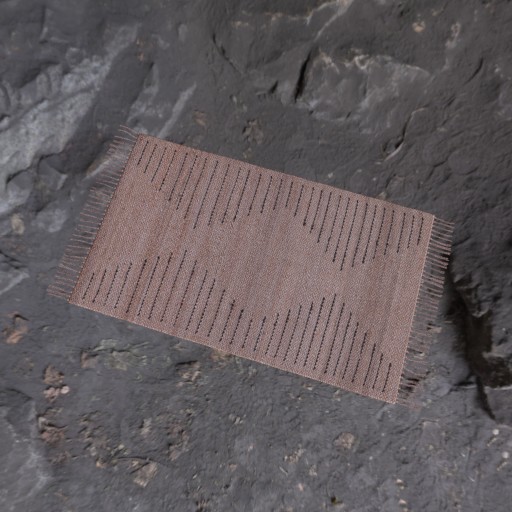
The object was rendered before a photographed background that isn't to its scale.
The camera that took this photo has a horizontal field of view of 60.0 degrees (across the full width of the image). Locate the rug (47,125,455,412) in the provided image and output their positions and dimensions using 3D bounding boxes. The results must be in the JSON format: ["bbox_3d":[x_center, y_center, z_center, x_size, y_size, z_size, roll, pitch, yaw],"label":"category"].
[{"bbox_3d":[0.000,0.000,2.036,1.718,0.017,0.905,16,75,4],"label":"rug"}]
